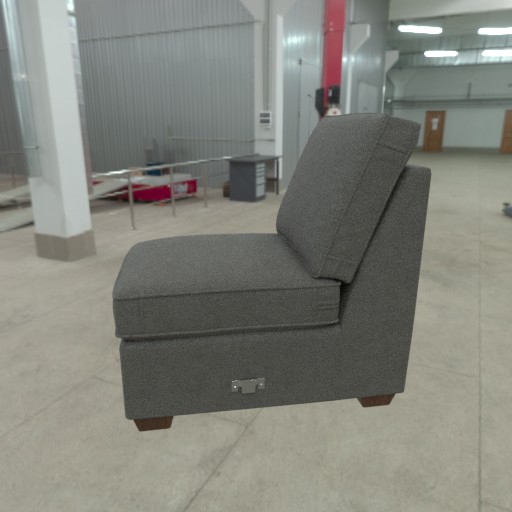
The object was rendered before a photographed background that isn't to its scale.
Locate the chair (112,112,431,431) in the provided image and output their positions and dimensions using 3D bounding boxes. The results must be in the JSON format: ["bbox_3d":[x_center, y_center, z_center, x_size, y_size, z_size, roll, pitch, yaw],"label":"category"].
[{"bbox_3d":[0.000,0.000,1.578,0.938,0.970,0.621,-3,17,-9],"label":"chair"}]
